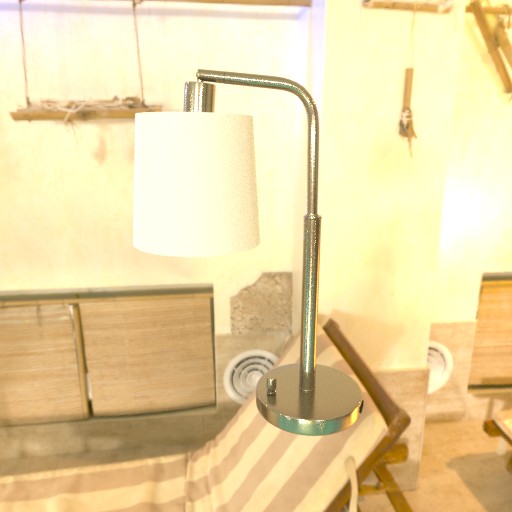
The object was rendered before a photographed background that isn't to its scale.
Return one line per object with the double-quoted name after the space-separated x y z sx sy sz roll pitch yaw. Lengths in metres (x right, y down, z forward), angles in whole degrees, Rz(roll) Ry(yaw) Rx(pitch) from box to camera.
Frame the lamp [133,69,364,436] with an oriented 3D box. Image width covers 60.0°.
0.000 0.000 0.626 0.333 0.489 0.171 -2 15 -8 "lamp"
